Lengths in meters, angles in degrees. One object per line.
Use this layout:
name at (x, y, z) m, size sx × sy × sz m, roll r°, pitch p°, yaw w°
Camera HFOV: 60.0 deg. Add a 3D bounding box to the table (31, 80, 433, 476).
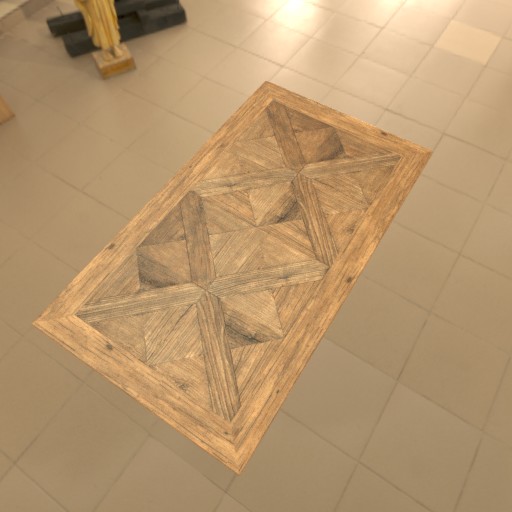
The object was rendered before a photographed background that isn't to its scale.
table at (0.000, 0.000, 1.775) m, size 0.800 × 0.410 × 1.400 m, roll 29°, pitch 64°, yaw 16°
